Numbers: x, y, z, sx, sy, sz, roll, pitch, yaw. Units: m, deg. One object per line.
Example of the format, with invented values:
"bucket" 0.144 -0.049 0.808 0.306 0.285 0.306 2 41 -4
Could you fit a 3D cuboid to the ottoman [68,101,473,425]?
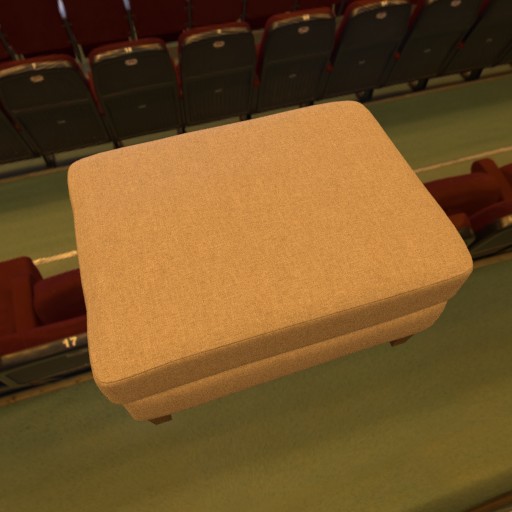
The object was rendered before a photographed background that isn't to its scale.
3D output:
"ottoman" 0.000 0.000 1.285 0.898 0.519 0.677 -15 58 -10
